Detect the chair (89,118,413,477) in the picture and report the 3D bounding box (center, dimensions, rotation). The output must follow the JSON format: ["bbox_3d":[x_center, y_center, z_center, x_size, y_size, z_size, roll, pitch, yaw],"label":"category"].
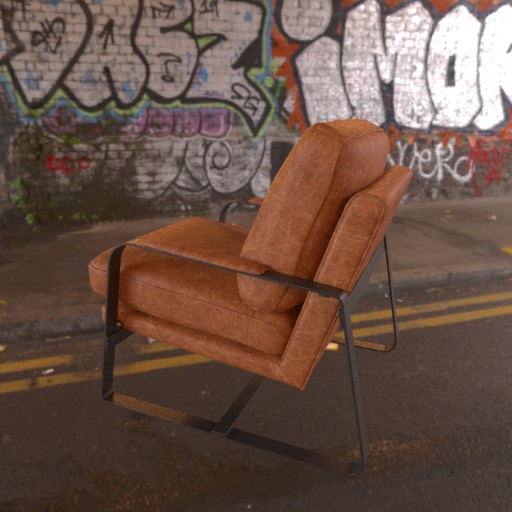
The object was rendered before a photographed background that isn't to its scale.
[{"bbox_3d":[0.000,0.000,1.310,0.801,0.777,0.651,7,19,22],"label":"chair"}]
